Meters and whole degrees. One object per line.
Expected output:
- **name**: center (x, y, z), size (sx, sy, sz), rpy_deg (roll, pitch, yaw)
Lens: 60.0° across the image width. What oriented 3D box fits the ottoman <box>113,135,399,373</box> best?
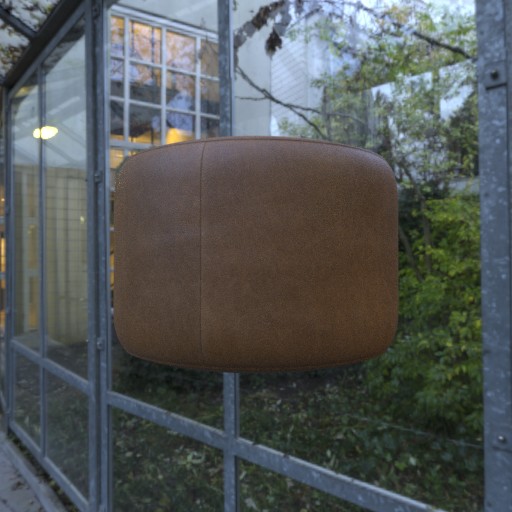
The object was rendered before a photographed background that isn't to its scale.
- **ottoman**: center (0.000, 0.000, 0.994), size (0.607, 0.438, 0.607), rpy_deg (0, -1, 0)
